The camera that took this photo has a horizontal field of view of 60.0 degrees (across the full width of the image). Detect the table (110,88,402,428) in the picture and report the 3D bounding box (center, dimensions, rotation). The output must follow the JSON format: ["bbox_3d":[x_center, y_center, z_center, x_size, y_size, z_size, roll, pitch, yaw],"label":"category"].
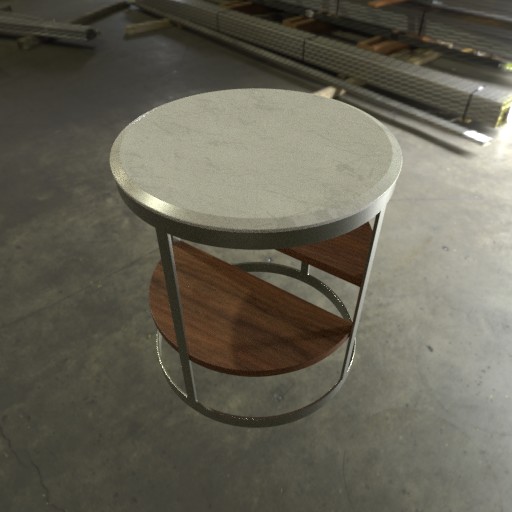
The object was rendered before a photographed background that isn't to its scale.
[{"bbox_3d":[0.000,0.000,0.779,0.407,0.447,0.407,0,41,0],"label":"table"}]
